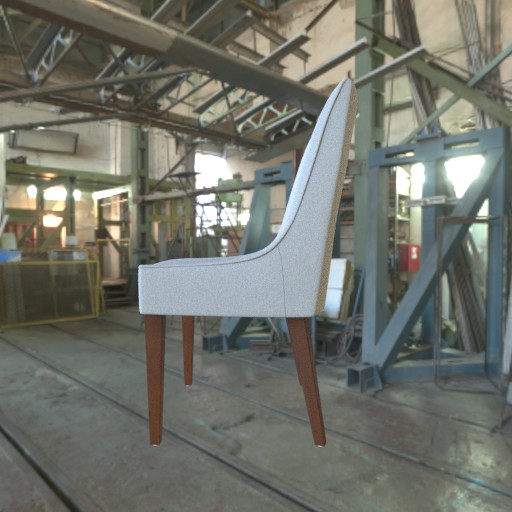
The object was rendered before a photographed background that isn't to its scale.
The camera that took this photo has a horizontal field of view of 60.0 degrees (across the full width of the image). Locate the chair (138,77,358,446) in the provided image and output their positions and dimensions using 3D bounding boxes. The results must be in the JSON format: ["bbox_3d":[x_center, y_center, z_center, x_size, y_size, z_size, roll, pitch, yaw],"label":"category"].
[{"bbox_3d":[0.000,0.000,1.231,0.544,0.861,0.529,0,1,1],"label":"chair"}]
